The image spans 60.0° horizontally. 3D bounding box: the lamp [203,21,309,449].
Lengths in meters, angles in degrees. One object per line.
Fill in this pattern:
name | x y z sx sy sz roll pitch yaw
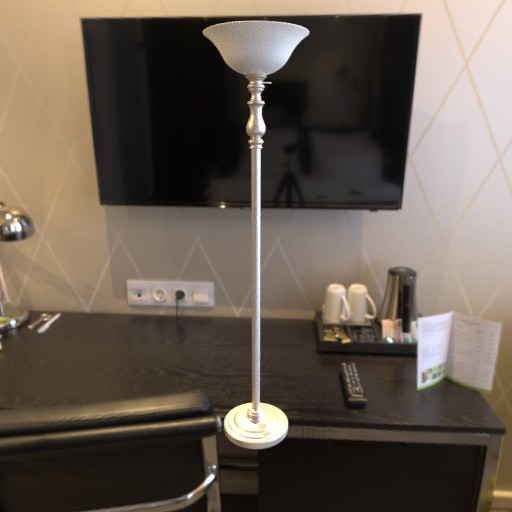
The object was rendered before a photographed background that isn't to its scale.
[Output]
lamp | 0.000 0.000 1.938 0.405 1.771 0.405 -8 17 -25
